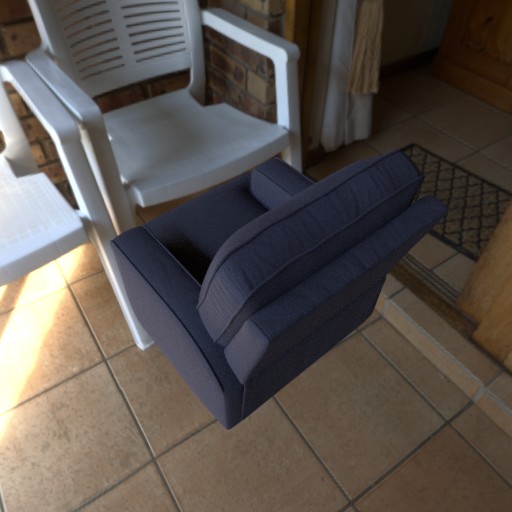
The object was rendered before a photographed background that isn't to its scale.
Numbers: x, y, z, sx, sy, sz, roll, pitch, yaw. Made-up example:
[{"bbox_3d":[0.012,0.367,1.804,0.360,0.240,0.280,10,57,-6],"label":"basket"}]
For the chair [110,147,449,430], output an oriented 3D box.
[{"bbox_3d":[0.000,0.000,1.697,0.861,0.962,0.964,-32,55,-26],"label":"chair"}]
